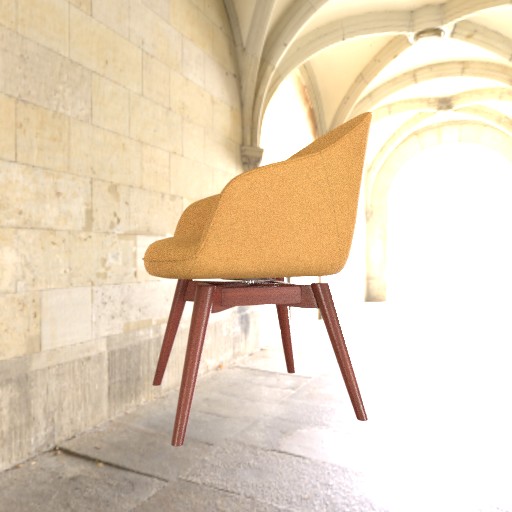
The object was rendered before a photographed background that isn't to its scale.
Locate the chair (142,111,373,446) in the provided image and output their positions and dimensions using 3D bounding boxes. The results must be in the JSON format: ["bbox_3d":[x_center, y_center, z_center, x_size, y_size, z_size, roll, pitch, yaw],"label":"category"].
[{"bbox_3d":[0.000,0.000,1.274,0.635,0.823,0.596,0,0,-18],"label":"chair"}]
